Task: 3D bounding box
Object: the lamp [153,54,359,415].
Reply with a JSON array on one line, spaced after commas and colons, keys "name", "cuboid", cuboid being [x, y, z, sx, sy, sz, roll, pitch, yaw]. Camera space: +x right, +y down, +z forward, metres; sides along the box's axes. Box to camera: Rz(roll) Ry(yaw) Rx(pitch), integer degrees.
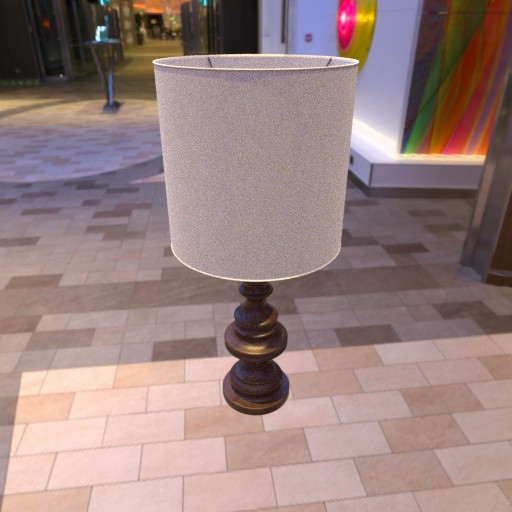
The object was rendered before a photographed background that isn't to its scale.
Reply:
[{"name": "lamp", "cuboid": [0.000, 0.000, 0.562, 0.208, 0.455, 0.208, 19, 33, 32]}]
